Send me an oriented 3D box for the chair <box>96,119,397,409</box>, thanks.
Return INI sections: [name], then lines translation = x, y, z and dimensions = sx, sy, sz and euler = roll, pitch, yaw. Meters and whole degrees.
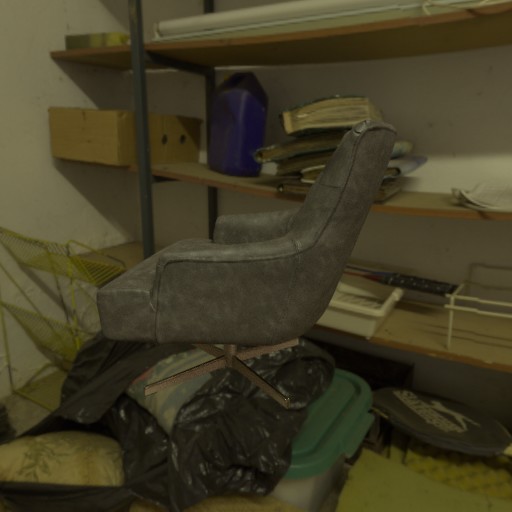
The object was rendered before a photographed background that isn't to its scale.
[chair]
translation = 0.000, 0.000, 1.547
dimensions = 0.874, 0.870, 0.738
euler = 2, 14, 9
